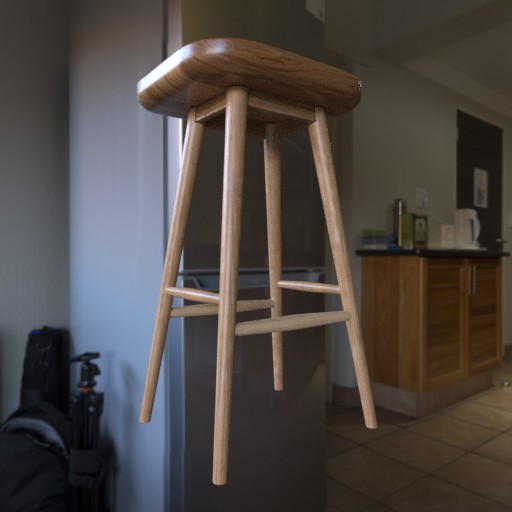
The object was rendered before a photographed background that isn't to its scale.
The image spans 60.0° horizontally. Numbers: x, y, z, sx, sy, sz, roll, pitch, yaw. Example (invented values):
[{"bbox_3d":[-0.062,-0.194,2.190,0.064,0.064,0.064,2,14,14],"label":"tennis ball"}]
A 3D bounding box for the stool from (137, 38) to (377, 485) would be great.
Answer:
[{"bbox_3d":[0.000,0.000,0.913,0.407,0.698,0.322,-1,1,-36],"label":"stool"}]
